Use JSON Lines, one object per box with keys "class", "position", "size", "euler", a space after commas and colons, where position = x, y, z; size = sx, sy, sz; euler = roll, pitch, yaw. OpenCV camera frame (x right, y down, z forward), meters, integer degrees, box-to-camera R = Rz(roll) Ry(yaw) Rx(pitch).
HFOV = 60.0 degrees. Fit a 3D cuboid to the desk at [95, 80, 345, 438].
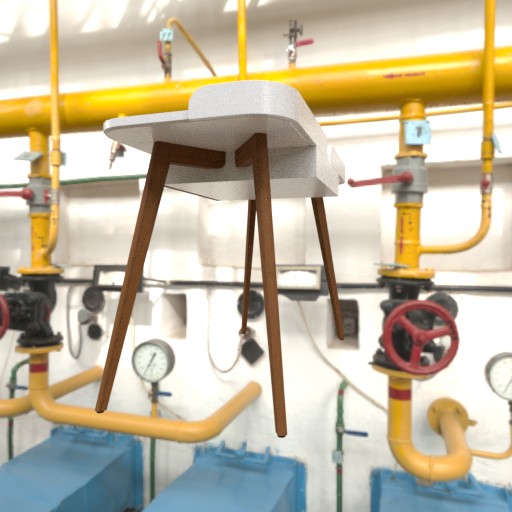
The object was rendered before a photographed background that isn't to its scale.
{"class": "desk", "position": [0.000, 0.000, 1.623], "size": [0.534, 0.807, 1.206], "euler": [0, 1, 18]}
